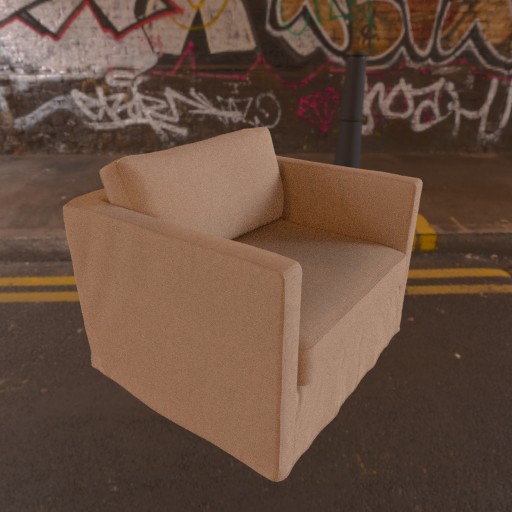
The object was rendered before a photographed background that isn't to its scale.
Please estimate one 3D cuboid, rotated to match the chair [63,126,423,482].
[{"bbox_3d":[0.000,0.000,1.754,0.949,0.867,1.057,17,30,32],"label":"chair"}]
